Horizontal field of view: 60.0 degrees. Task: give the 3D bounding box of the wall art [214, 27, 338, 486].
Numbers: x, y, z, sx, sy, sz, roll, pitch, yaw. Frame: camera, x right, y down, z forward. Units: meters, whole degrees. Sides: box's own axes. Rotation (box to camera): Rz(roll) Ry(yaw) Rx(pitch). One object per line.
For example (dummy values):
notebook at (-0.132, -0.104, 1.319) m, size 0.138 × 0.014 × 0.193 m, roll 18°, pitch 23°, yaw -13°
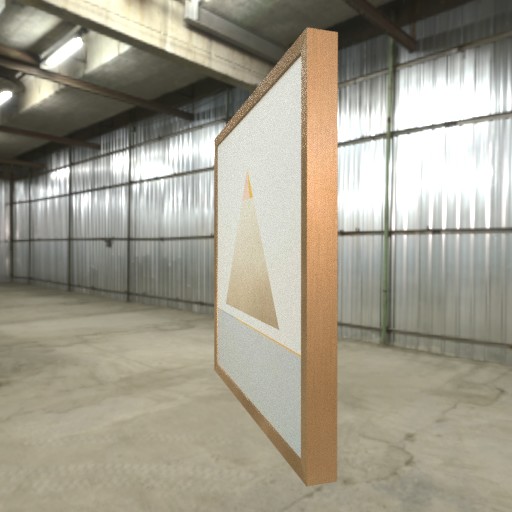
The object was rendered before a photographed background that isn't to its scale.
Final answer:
wall art at (0.000, 0.000, 0.743) m, size 0.038 × 0.511 × 0.513 m, roll 0°, pitch 1°, yaw -17°
